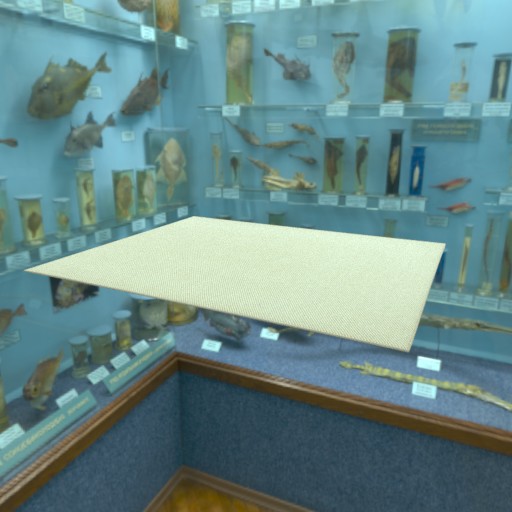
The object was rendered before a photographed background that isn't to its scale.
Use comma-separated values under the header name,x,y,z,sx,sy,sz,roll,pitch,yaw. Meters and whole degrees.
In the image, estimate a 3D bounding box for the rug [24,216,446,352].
name,x,y,z,sx,sy,sz,roll,pitch,yaw
rug,0.000,0.000,4.044,3.039,0.018,2.462,8,19,25
